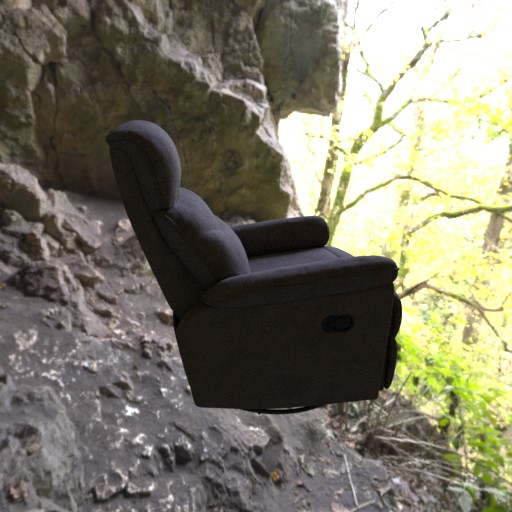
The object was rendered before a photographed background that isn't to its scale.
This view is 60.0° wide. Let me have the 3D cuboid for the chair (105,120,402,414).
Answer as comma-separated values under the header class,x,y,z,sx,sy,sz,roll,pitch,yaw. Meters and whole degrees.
class,x,y,z,sx,sy,sz,roll,pitch,yaw
chair,0.000,0.000,1.773,1.009,1.036,0.830,-3,17,-10
